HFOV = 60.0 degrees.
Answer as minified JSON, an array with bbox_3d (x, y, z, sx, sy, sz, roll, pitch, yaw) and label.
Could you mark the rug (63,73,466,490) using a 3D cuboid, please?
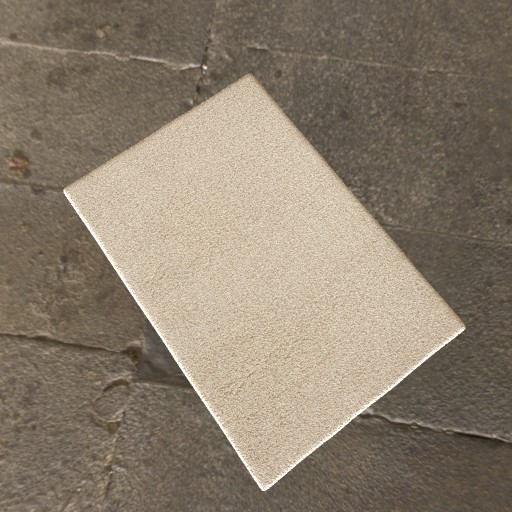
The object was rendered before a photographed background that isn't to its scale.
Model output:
[{"bbox_3d":[0.000,0.000,2.235,1.219,0.030,1.778,-35,77,-9],"label":"rug"}]
